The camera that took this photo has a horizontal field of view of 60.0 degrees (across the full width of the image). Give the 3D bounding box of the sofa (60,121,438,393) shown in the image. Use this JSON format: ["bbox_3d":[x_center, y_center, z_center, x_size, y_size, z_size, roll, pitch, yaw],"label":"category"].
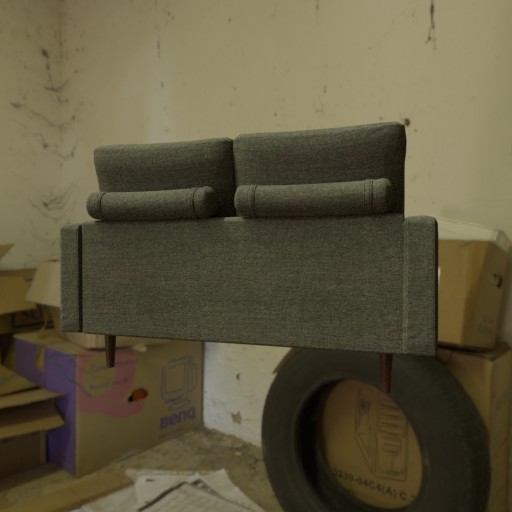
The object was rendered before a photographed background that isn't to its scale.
[{"bbox_3d":[0.000,0.000,1.922,1.407,0.907,0.842,0,1,17],"label":"sofa"}]
